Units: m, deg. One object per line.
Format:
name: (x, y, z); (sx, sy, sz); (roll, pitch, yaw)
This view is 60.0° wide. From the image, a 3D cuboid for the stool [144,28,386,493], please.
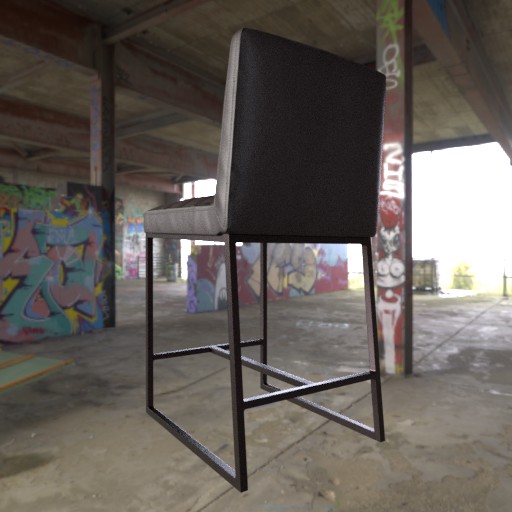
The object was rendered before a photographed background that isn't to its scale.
stool: (0.000, 0.000, 1.230); (0.463, 0.946, 0.562); (0, 1, -34)
